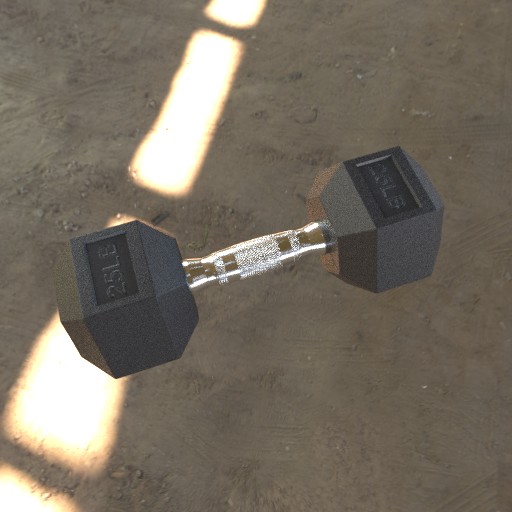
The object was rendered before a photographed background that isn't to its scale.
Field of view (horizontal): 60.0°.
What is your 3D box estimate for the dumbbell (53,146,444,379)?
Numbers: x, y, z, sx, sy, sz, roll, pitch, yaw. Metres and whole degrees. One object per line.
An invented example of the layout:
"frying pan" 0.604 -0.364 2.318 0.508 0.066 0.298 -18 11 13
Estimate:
"dumbbell" 0.000 0.000 0.383 0.315 0.113 0.129 -17 66 -8
